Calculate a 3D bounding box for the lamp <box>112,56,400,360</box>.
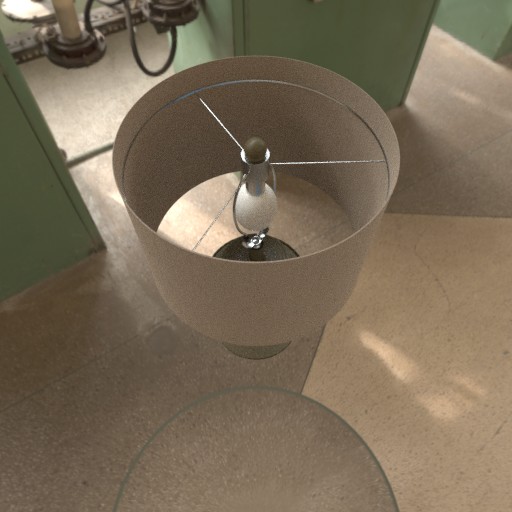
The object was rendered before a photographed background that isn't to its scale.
[{"bbox_3d":[0.000,0.000,0.699,0.318,0.486,0.318,0,58,0],"label":"lamp"}]
